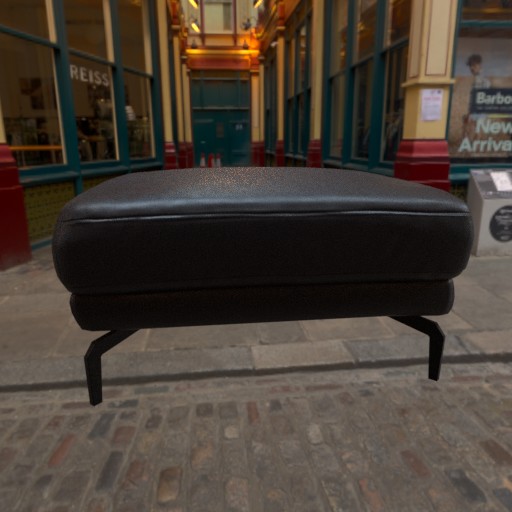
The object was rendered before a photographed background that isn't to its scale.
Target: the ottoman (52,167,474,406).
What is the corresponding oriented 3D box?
[{"bbox_3d":[0.000,0.000,1.046,0.764,0.402,0.570,-2,15,-7],"label":"ottoman"}]
